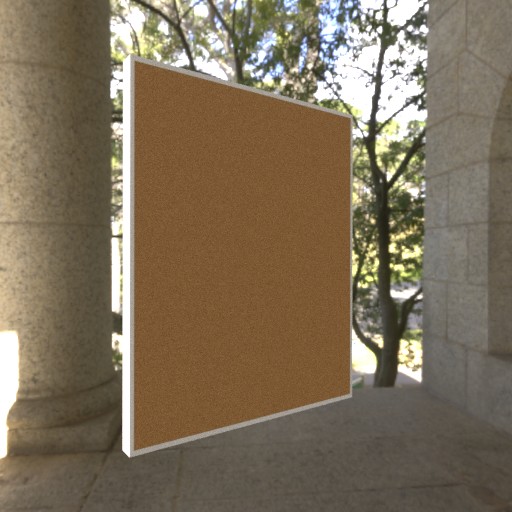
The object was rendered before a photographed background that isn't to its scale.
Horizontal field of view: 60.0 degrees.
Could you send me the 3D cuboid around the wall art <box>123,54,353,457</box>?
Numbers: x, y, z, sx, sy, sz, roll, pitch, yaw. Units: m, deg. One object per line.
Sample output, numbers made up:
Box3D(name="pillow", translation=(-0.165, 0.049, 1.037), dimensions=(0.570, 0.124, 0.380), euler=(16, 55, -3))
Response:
Box3D(name="wall art", translation=(0.000, 0.000, 0.743), dimensions=(0.443, 0.549, 0.030), euler=(0, 0, -36))
